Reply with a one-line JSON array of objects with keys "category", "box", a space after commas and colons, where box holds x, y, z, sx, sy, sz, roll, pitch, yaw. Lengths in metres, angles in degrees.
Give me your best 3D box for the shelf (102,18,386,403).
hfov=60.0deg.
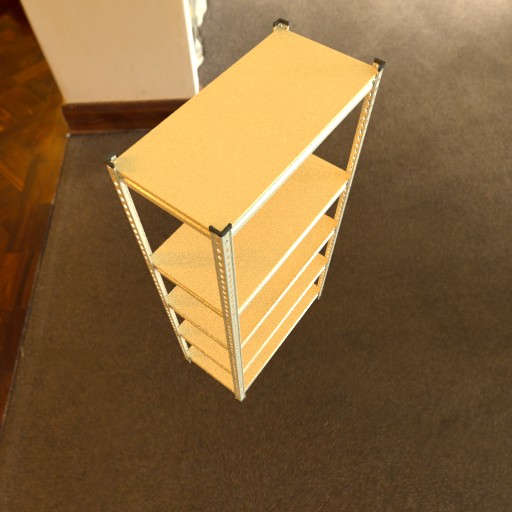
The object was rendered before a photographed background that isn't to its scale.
[{"category": "shelf", "box": [0.000, 0.000, 2.201, 0.457, 1.829, 0.914, 32, 64, 18]}]
